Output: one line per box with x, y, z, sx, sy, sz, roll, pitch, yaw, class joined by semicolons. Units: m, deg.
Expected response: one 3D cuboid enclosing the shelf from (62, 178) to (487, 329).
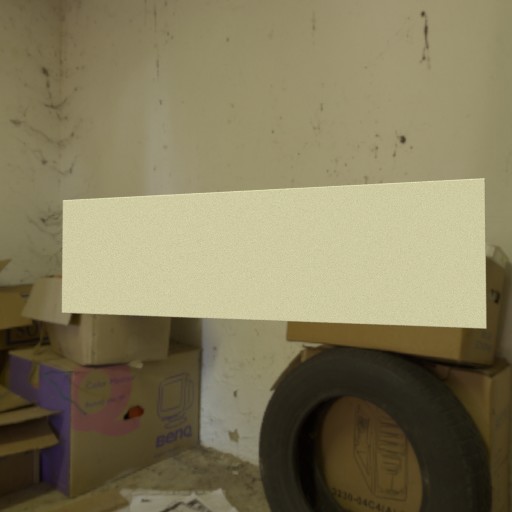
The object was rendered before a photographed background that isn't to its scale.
0.000;0.000;1.129;1.020;0.300;0.200;0;-1;17;shelf
